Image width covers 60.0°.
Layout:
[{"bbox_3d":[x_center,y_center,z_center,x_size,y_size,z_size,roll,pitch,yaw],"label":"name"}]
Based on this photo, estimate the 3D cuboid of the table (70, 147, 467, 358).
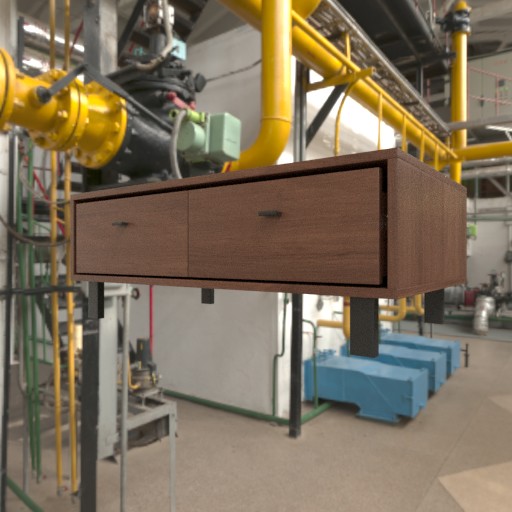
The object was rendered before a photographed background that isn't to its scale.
[{"bbox_3d":[0.000,0.000,1.298,1.020,0.380,0.600,0,0,36],"label":"table"}]
